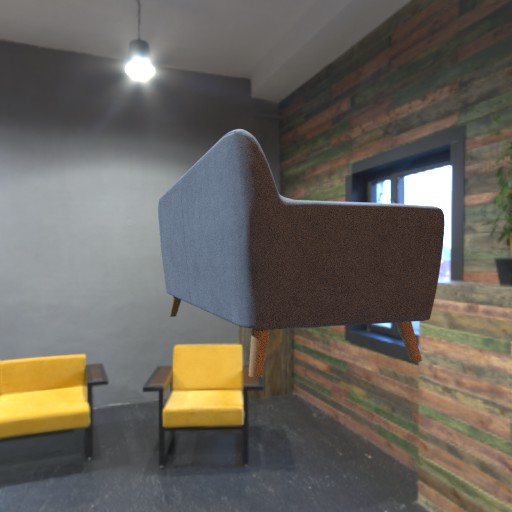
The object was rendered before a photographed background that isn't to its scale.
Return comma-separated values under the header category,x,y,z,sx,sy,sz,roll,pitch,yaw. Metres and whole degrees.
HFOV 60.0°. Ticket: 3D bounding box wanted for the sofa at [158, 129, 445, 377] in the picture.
category,x,y,z,sx,sy,sz,roll,pitch,yaw
sofa,0.000,0.000,2.411,0.830,0.830,1.970,0,-1,-20
